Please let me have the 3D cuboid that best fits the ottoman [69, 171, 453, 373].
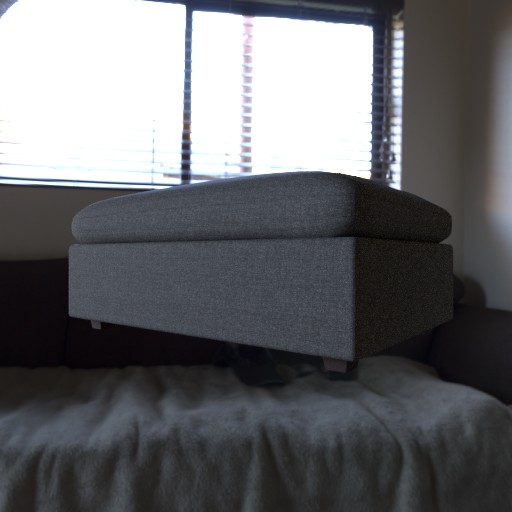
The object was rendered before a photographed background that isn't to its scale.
[{"bbox_3d":[0.000,0.000,1.431,1.041,0.483,0.711,0,0,38],"label":"ottoman"}]
